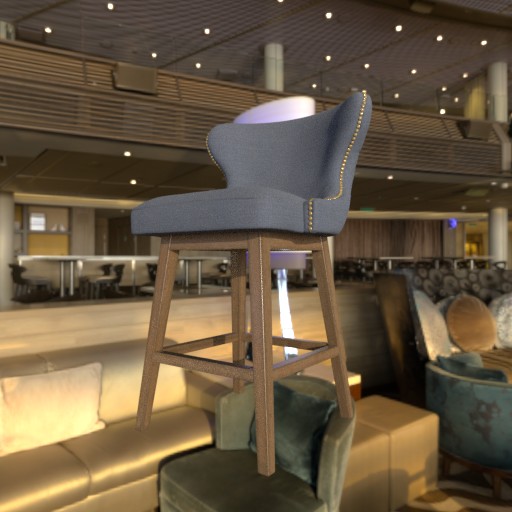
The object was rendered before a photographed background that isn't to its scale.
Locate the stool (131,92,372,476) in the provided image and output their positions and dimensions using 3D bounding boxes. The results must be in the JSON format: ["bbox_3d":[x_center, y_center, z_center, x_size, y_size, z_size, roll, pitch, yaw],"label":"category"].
[{"bbox_3d":[0.000,0.000,1.320,0.615,0.972,0.597,0,0,36],"label":"stool"}]
